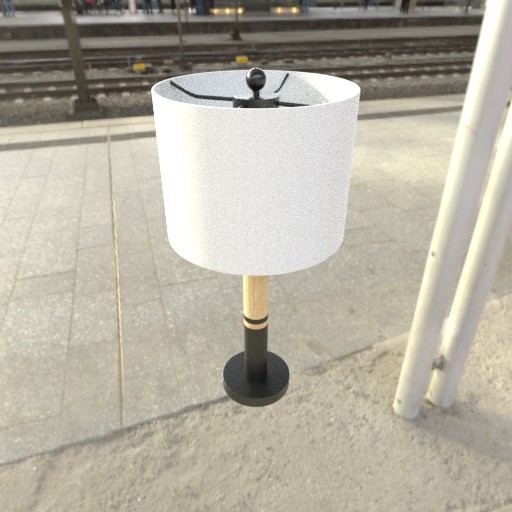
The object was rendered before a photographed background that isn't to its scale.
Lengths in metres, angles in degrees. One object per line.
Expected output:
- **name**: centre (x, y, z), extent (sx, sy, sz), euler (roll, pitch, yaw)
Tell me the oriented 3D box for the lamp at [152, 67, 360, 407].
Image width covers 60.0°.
- **lamp**: centre (0.000, 0.000, 0.811), extent (0.305, 0.640, 0.305), euler (-10, 32, -16)
